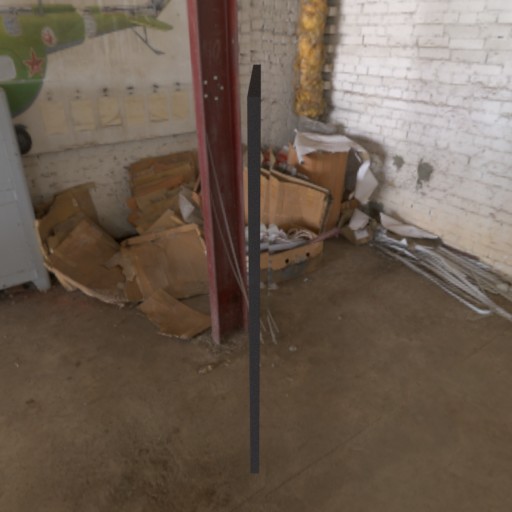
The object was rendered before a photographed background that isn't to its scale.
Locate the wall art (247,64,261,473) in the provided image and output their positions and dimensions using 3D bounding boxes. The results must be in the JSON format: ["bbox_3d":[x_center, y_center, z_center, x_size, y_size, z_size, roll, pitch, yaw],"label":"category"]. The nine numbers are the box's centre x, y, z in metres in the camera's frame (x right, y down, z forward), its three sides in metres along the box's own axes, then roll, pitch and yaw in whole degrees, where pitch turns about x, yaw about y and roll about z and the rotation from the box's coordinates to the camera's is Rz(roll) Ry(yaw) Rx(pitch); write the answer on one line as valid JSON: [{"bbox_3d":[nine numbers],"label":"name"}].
[{"bbox_3d":[0.000,0.000,0.706,0.013,0.534,0.380,0,28,1],"label":"wall art"}]
